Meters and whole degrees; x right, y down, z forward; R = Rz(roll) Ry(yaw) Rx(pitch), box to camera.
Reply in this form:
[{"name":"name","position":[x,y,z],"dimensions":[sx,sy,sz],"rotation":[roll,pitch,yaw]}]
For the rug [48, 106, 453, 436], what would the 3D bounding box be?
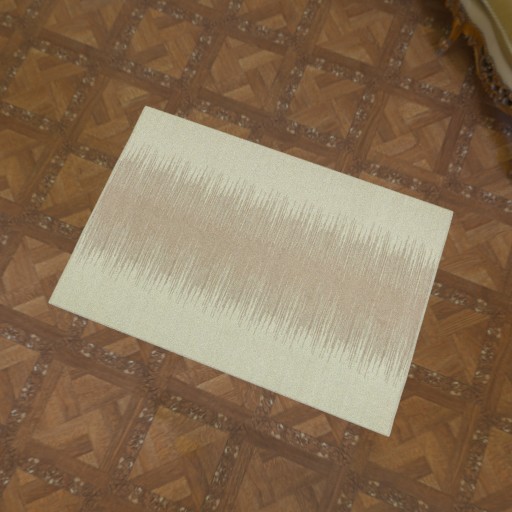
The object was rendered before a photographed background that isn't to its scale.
[{"name":"rug","position":[0.000,0.000,2.363],"dimensions":[1.850,0.006,1.234],"rotation":[20,77,5]}]
